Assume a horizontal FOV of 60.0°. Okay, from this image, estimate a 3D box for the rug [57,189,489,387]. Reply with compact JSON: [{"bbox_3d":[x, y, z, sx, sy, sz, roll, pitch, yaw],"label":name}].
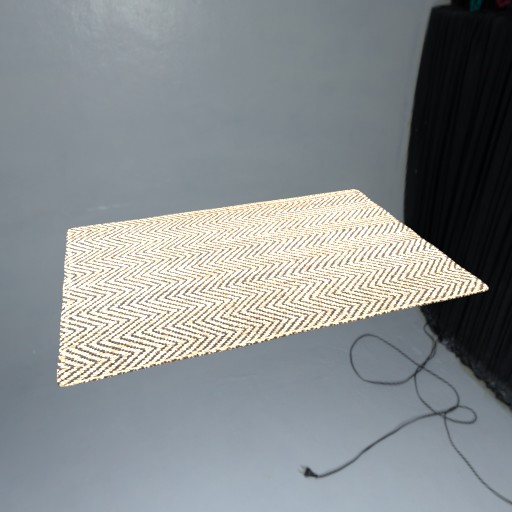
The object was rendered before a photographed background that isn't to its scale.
[{"bbox_3d":[0.000,0.000,2.239,1.828,0.008,1.219,-10,33,-16],"label":"rug"}]
